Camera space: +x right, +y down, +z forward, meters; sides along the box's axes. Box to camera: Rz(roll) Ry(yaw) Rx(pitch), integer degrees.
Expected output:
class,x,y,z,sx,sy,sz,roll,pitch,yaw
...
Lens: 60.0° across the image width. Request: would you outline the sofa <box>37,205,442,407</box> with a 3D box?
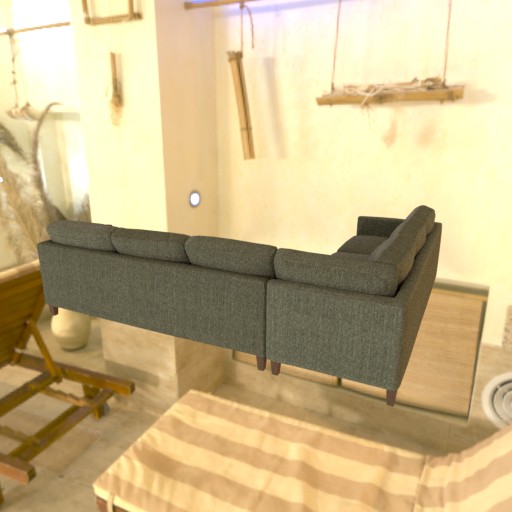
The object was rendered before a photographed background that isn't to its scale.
class,x,y,z,sx,sy,sz,roll,pitch,yaw
sofa,0.000,0.000,4.501,3.302,0.947,2.593,8,19,25
